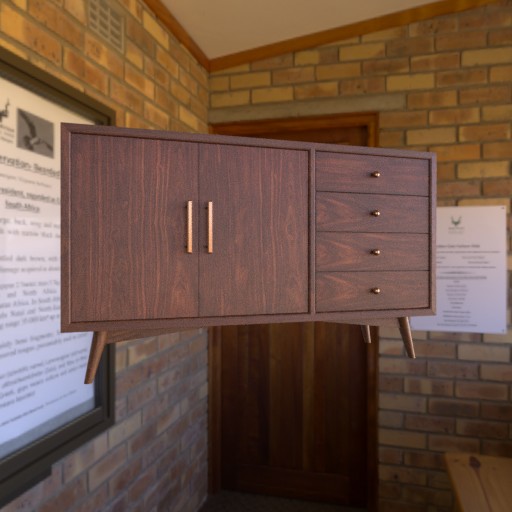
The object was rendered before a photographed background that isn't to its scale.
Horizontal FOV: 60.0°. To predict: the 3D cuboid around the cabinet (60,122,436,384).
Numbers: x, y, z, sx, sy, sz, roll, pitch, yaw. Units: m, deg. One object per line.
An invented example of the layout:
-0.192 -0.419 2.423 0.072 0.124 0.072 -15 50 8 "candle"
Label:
0.000 0.000 2.005 1.575 0.940 0.505 0 0 -17 "cabinet"
